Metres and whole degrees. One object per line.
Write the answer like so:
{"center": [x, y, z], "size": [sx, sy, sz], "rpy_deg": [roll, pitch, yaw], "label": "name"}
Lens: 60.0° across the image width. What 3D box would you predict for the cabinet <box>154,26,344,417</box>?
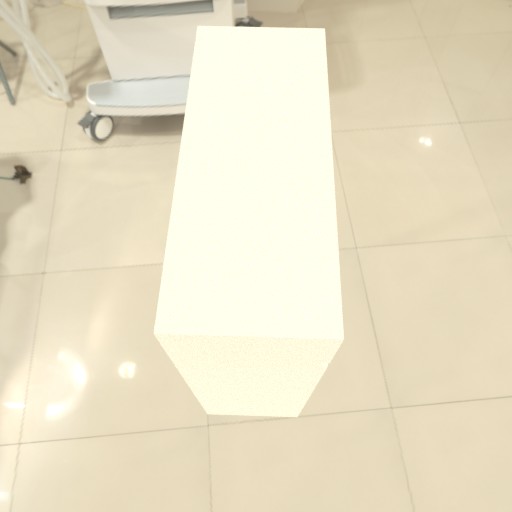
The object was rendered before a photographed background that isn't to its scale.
{"center": [0.000, 0.000, 1.687], "size": [0.400, 1.190, 1.000], "rpy_deg": [2, 63, 1], "label": "cabinet"}
